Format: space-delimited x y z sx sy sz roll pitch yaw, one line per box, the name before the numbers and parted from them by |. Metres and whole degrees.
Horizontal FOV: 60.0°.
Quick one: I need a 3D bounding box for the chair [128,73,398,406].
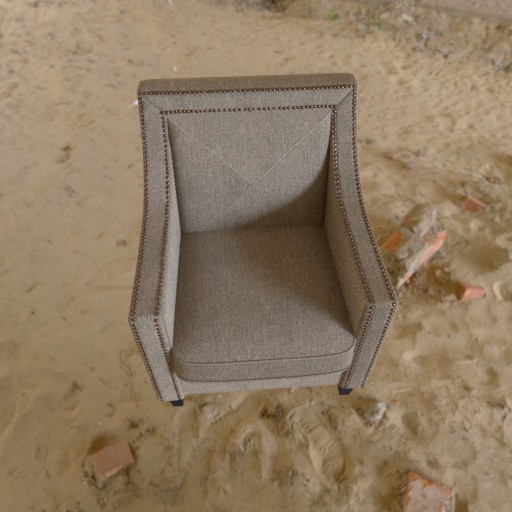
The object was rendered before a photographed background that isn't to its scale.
chair | 0.000 0.000 1.628 0.776 0.967 0.884 -3 48 -3
